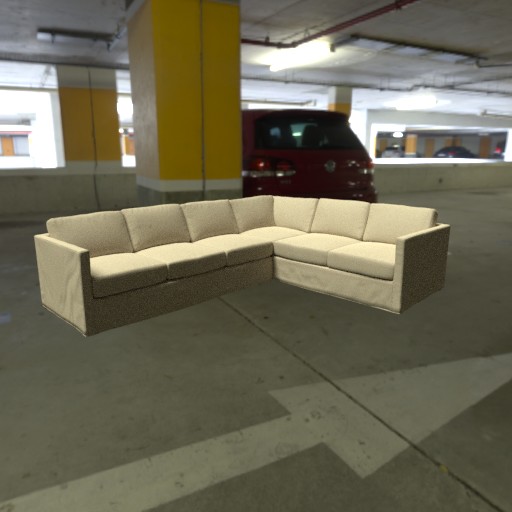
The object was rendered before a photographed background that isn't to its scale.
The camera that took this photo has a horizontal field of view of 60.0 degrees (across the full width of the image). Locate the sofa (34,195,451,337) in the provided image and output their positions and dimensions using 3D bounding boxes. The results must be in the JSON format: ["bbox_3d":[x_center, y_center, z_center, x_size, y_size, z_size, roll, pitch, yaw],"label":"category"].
[{"bbox_3d":[0.000,0.000,4.254,2.432,0.871,3.182,13,18,43],"label":"sofa"}]
